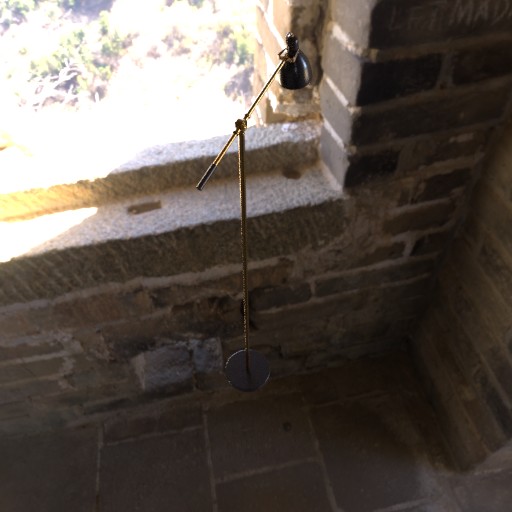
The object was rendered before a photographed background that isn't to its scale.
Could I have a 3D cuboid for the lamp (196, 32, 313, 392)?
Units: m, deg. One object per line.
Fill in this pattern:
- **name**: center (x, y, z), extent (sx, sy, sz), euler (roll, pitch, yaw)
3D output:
- **lamp**: center (0.000, 0.000, 1.824), extent (0.235, 1.628, 0.618), euler (24, 51, 22)
